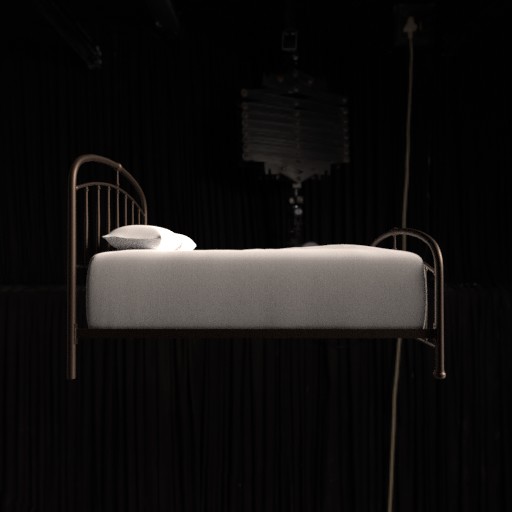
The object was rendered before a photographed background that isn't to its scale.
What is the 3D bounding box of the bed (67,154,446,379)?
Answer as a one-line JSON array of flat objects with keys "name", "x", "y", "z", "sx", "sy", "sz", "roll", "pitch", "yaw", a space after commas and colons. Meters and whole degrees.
[{"name": "bed", "x": 0.000, "y": 0.000, "z": 3.377, "sx": 2.180, "sy": 1.425, "sz": 1.711, "roll": 0, "pitch": -1, "yaw": 0}]
